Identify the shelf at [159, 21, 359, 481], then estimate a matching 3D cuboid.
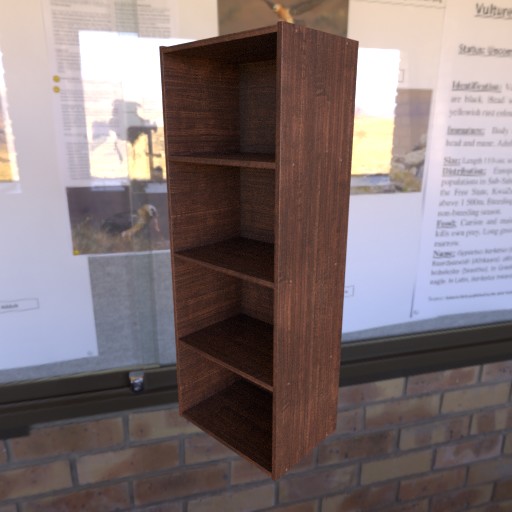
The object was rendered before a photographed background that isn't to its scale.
[{"bbox_3d":[0.000,0.000,1.255,0.415,1.099,0.290,14,21,41],"label":"shelf"}]
